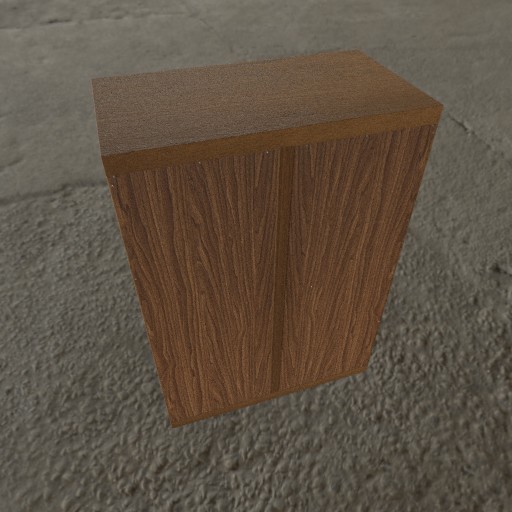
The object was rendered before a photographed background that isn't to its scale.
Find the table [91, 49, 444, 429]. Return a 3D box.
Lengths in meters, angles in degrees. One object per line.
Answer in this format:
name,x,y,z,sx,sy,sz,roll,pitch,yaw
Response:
table,0.000,0.000,1.714,0.901,1.294,0.524,-12,43,-13
